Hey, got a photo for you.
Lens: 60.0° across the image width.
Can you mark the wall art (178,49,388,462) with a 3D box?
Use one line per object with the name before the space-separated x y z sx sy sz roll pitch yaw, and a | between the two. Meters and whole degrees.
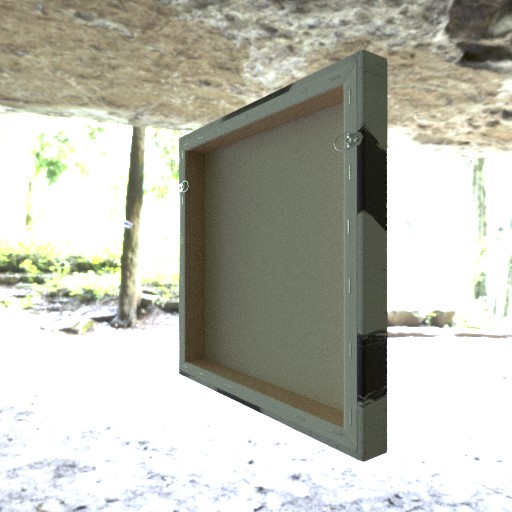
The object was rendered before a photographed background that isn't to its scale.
wall art | 0.000 0.000 0.757 0.050 0.508 0.507 0 0 -36
